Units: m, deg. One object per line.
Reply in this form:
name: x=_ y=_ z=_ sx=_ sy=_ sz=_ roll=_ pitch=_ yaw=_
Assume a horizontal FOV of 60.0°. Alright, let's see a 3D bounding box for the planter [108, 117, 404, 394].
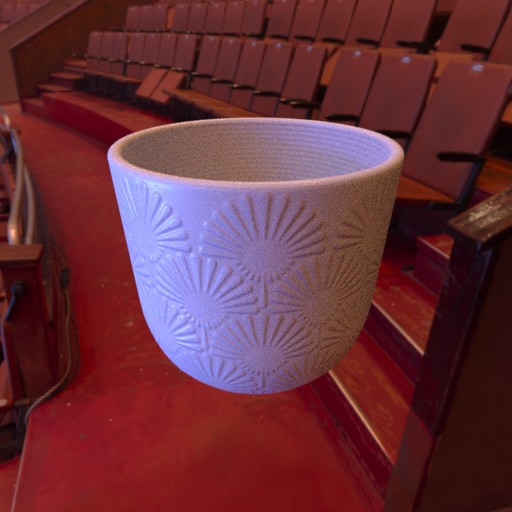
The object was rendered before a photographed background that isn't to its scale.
planter: x=0.000 y=0.000 z=0.297 sx=0.170 sy=0.152 sz=0.170 roll=0 pitch=27 yaw=0
